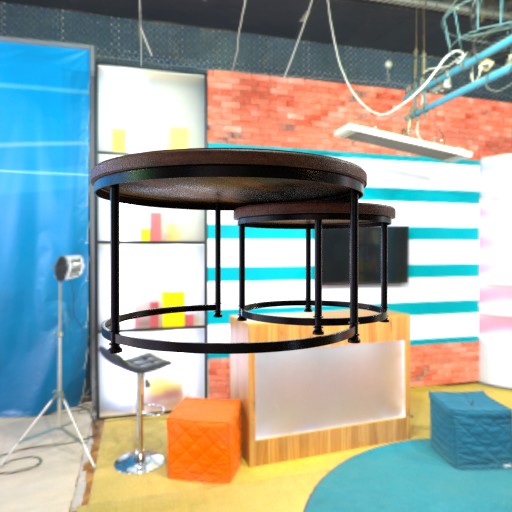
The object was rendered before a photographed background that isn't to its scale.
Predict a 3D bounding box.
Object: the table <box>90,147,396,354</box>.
[{"bbox_3d":[0.000,0.000,1.580,0.870,0.516,1.152,0,1,36],"label":"table"}]
